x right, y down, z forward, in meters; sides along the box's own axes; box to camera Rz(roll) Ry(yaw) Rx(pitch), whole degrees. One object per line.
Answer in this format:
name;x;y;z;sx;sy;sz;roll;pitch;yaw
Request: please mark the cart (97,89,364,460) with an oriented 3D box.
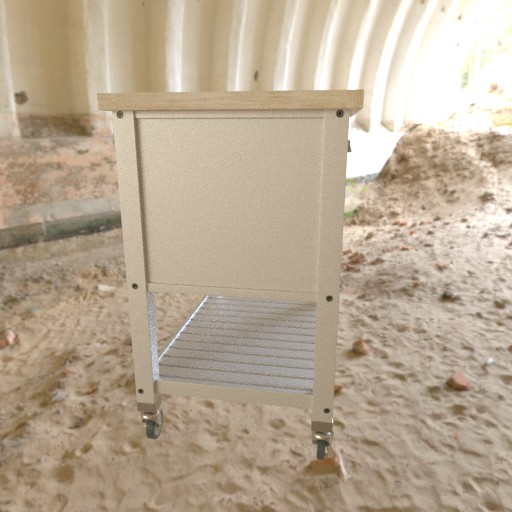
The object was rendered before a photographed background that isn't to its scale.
cart;0.000;0.000;1.390;0.559;0.914;0.762;3;16;10
